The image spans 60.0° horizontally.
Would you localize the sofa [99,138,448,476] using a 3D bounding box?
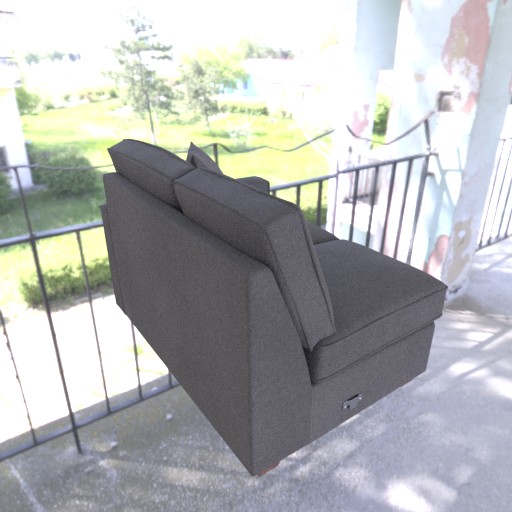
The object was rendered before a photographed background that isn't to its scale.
[{"bbox_3d":[0.000,0.000,2.038,0.991,0.989,1.388,-17,30,-31],"label":"sofa"}]
